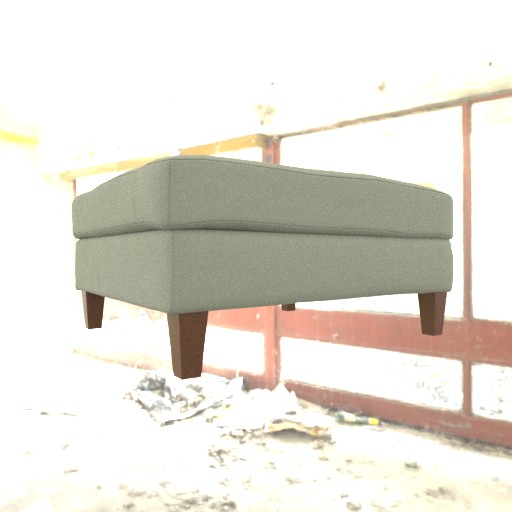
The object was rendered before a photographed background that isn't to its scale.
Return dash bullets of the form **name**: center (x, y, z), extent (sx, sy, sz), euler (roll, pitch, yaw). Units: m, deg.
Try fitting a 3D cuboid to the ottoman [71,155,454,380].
- **ottoman**: center (0.000, 0.000, 1.457), extent (0.991, 0.494, 0.842), euler (0, 0, -35)
